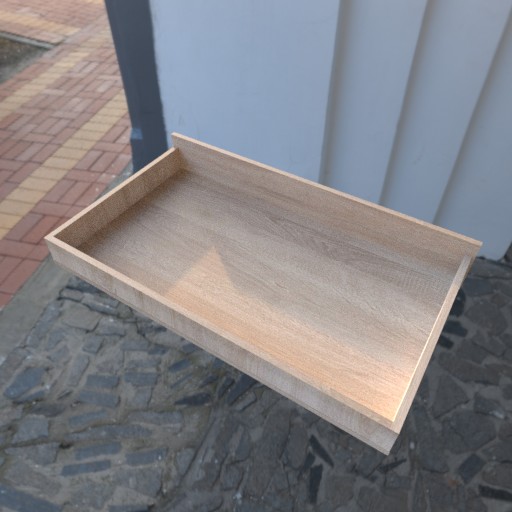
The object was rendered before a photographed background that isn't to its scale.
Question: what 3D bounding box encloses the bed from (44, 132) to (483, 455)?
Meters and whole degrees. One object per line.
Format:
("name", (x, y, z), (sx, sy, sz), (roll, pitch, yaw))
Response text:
("bed", (0.000, 0.000, 1.440), (1.200, 0.209, 0.685), (24, 50, 22))
